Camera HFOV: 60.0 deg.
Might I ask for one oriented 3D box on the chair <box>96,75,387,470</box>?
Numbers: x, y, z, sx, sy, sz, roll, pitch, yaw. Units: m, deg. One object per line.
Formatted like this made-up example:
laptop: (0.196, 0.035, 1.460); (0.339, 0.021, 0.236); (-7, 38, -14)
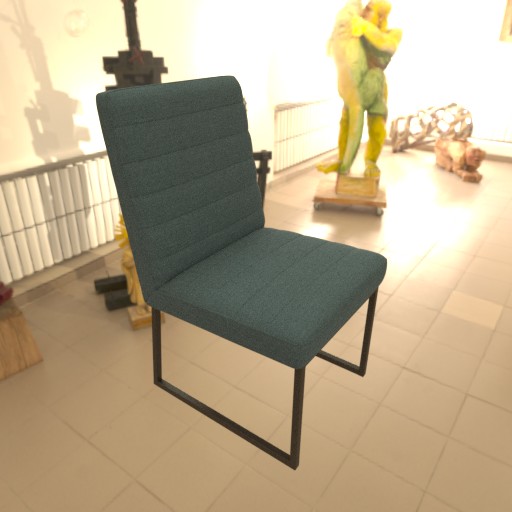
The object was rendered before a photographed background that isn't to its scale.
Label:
chair: (0.000, 0.000, 1.302); (0.634, 0.930, 0.520); (19, 33, 31)
